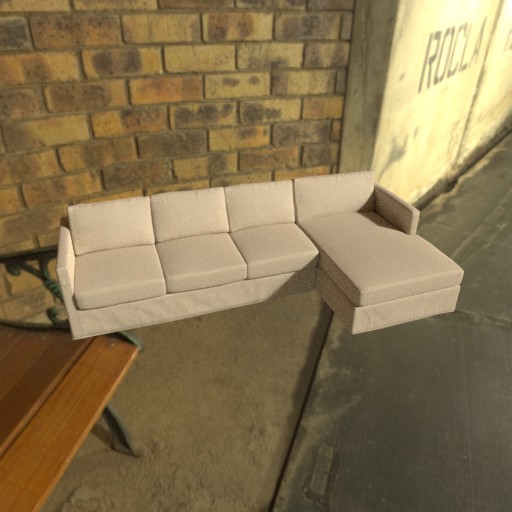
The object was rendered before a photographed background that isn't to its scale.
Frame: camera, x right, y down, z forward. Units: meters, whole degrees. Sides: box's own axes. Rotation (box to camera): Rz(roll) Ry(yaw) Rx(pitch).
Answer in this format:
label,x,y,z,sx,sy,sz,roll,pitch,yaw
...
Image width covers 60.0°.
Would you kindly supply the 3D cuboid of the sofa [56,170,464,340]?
label,x,y,z,sx,sy,sz,roll,pitch,yaw
sofa,0.000,0.000,3.902,3.206,0.871,1.622,-10,32,-16
